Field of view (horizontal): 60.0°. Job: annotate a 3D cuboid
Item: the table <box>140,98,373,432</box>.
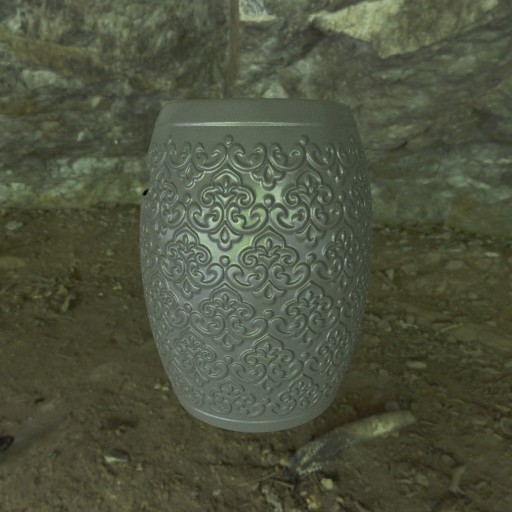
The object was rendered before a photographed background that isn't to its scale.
[{"bbox_3d":[0.000,0.000,0.612,0.309,0.397,0.309,0,15,0],"label":"table"}]
